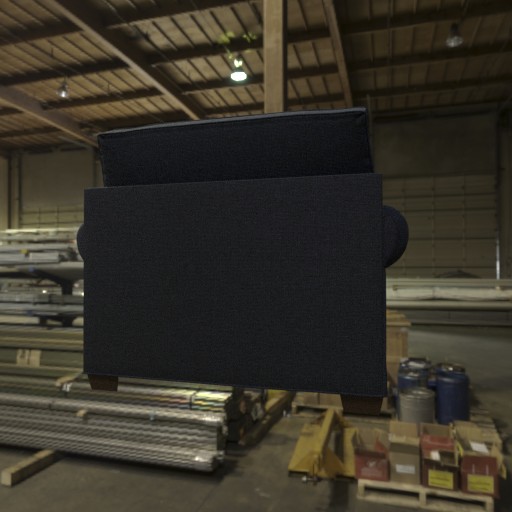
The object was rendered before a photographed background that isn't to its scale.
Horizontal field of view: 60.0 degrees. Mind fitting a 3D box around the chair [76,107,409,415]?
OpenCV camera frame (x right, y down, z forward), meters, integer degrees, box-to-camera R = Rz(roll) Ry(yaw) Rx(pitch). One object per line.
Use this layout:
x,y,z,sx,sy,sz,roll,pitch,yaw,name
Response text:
0.000,0.000,2.015,1.285,1.044,0.963,0,-1,16,chair
